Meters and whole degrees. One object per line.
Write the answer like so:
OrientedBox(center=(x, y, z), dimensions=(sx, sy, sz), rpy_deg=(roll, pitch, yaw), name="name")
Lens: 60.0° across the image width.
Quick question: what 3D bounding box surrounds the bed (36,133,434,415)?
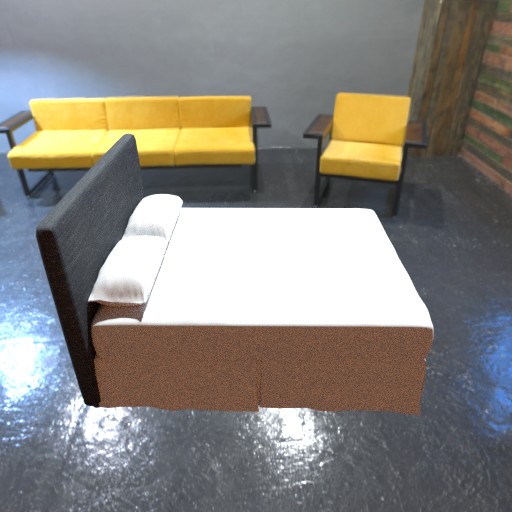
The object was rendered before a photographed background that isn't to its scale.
OrientedBox(center=(0.000, 0.000, 3.156), dimensions=(2.142, 1.330, 1.723), rpy_deg=(0, 31, 0), name="bed")
